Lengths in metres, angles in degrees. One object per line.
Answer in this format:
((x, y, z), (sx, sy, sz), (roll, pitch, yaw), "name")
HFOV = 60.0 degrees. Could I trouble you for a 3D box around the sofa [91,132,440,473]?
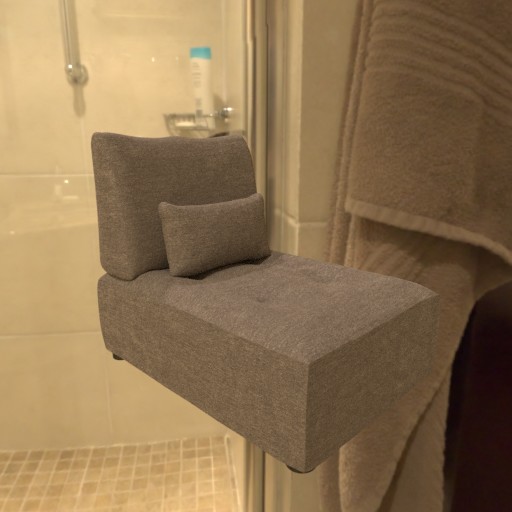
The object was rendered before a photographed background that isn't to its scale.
((0.000, 0.000, 1.506), (1.000, 0.820, 0.700), (13, 19, 43), "sofa")
